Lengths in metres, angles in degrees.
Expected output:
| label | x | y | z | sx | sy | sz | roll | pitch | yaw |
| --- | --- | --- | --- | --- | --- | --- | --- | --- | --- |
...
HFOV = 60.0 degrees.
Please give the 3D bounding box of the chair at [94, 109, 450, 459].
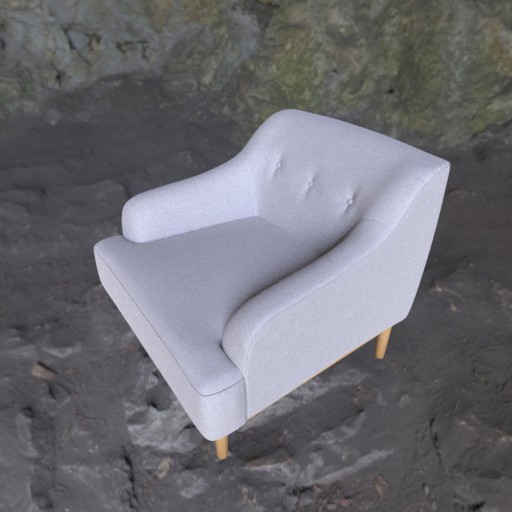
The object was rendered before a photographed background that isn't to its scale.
| label | x | y | z | sx | sy | sz | roll | pitch | yaw |
| --- | --- | --- | --- | --- | --- | --- | --- | --- | --- |
| chair | 0.000 | 0.000 | 1.629 | 0.951 | 0.818 | 0.946 | -20 | 37 | -28 |
